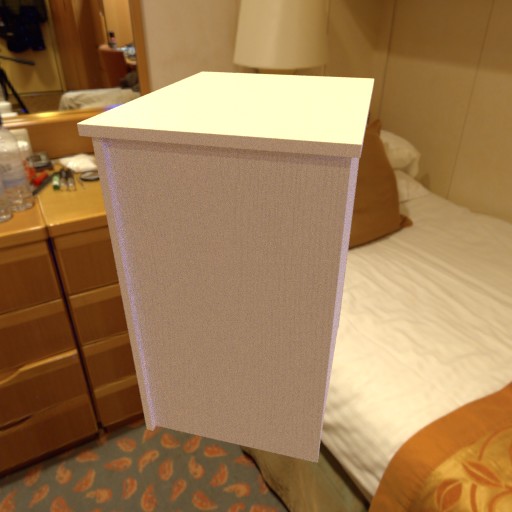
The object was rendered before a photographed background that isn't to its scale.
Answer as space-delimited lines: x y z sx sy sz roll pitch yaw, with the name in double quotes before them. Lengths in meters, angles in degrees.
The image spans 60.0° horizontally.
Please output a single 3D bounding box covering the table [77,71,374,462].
"table" 0.000 0.000 0.920 0.381 0.635 0.480 8 31 13
